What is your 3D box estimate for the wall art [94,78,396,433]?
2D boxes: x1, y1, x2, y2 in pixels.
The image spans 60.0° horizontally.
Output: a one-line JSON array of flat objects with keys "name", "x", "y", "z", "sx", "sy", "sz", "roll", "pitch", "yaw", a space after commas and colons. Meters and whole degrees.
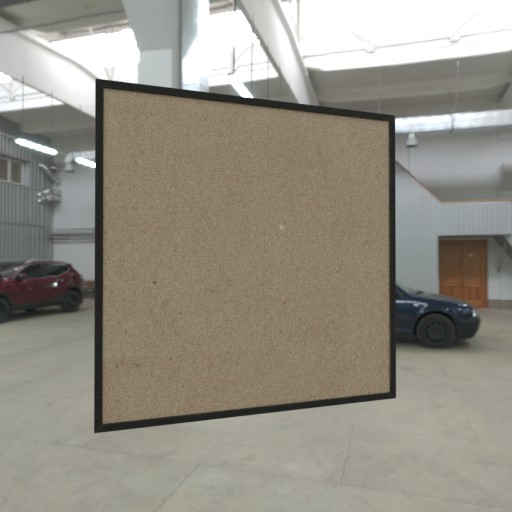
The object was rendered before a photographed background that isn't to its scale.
[{"name": "wall art", "x": 0.000, "y": 0.000, "z": 0.447, "sx": 0.305, "sy": 0.305, "sz": 0.038, "roll": 0, "pitch": -1, "yaw": -19}]
